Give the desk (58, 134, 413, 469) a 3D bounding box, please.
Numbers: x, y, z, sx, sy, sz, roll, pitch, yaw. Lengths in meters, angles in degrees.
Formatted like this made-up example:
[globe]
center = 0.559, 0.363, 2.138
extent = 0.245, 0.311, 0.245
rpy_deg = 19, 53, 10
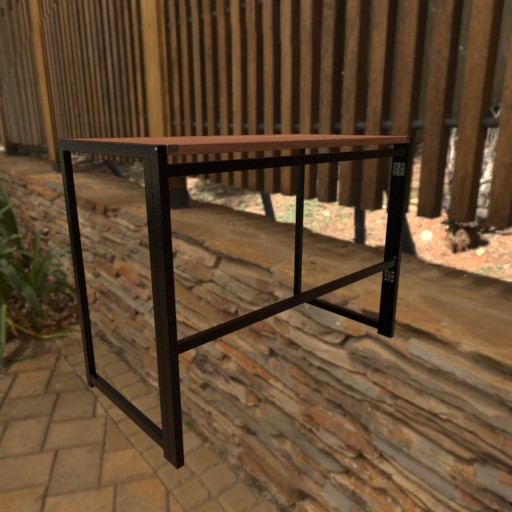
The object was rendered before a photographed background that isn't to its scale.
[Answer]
[desk]
center = 0.000, 0.000, 1.473
extent = 1.016, 0.762, 0.508
rpy_deg = -15, 22, -42
